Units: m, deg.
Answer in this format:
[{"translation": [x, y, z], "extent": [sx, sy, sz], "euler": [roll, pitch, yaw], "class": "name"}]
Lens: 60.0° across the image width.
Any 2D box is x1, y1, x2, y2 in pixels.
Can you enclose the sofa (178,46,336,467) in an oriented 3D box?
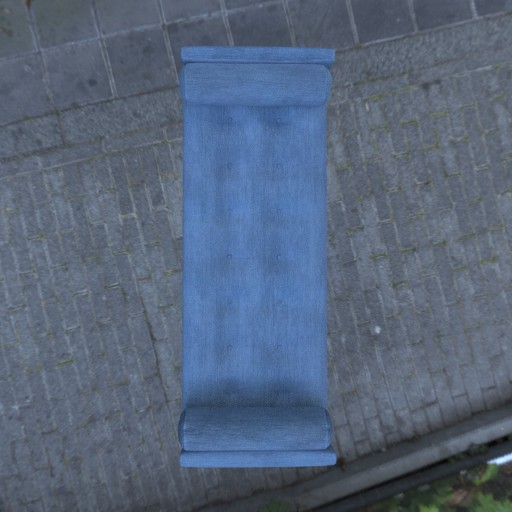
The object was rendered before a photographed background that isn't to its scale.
[{"translation": [0.000, 0.000, 2.484], "extent": [0.796, 0.705, 2.102], "euler": [0, 89, -1], "class": "sofa"}]
